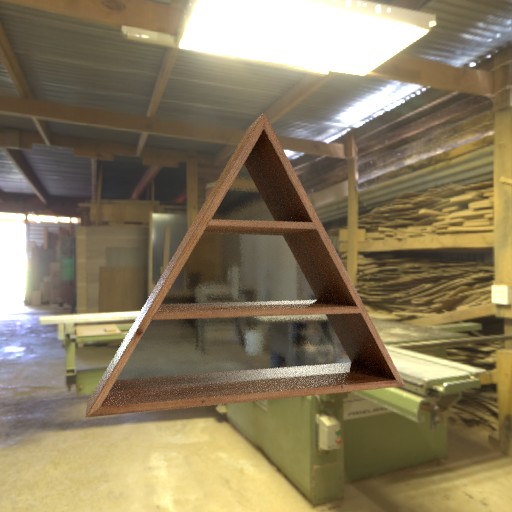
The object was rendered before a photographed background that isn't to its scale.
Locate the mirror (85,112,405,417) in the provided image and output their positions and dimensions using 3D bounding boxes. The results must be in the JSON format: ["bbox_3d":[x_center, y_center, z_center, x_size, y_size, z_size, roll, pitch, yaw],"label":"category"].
[{"bbox_3d":[0.000,0.000,0.887,0.631,0.548,0.100,0,-1,-18],"label":"mirror"}]
